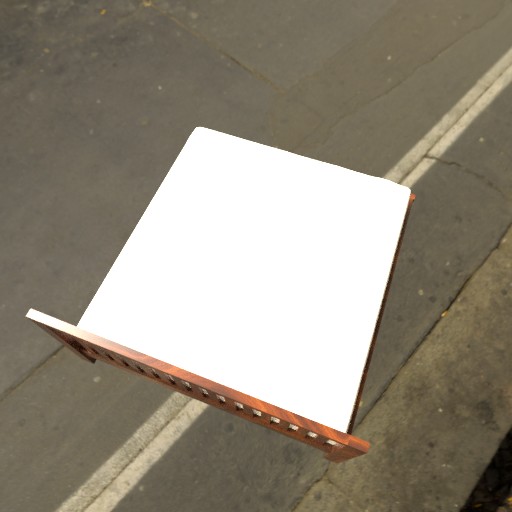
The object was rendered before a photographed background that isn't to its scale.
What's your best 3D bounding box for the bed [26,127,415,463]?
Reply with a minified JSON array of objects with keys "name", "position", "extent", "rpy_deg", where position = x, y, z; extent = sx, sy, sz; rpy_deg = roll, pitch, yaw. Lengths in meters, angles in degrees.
[{"name":"bed","position":[0.000,0.000,3.087],"extent":[1.905,0.890,2.030],"rpy_deg":[19,64,10]}]
